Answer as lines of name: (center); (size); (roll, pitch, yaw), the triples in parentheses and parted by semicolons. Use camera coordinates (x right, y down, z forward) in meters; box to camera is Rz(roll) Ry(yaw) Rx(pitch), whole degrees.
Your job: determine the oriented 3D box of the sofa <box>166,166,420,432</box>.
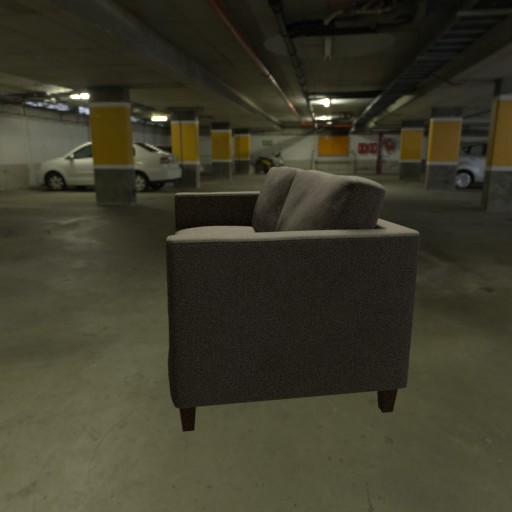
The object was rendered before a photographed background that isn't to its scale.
sofa: (0.000, 0.000, 2.493); (0.950, 0.963, 1.884); (-2, 13, -9)
